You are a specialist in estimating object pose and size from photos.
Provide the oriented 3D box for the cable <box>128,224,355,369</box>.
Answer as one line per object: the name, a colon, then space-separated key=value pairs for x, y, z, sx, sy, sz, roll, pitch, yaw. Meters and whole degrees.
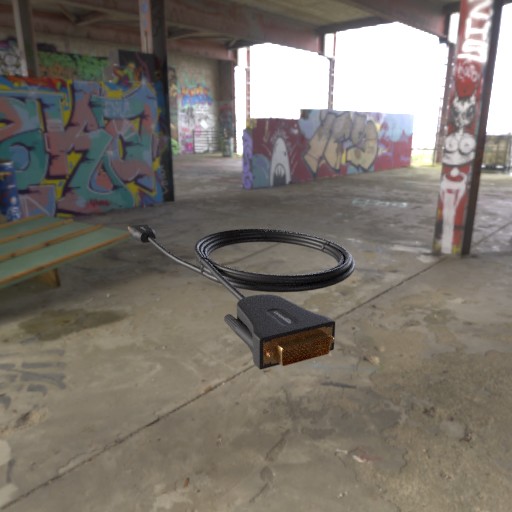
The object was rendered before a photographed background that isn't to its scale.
cable: x=0.000 y=0.000 z=0.334 sx=0.136 sy=0.015 sz=0.281 roll=-8 pitch=18 yaw=-26
